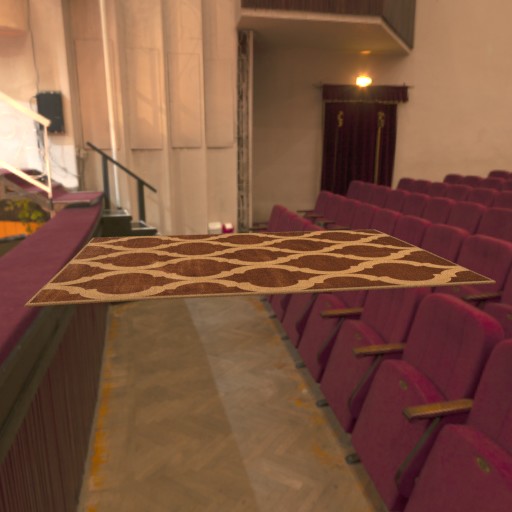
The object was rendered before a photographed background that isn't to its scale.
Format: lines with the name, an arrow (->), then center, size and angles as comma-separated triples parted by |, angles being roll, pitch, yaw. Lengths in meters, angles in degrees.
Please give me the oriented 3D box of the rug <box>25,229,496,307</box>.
rug -> 0.000, 0.000, 2.838 | 2.290, 0.014, 1.526 | -2, 14, -9
